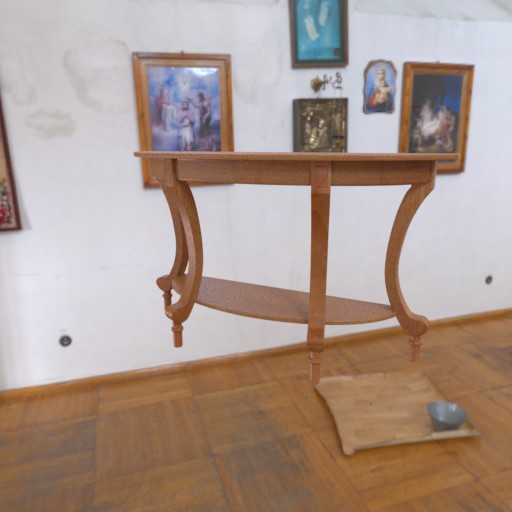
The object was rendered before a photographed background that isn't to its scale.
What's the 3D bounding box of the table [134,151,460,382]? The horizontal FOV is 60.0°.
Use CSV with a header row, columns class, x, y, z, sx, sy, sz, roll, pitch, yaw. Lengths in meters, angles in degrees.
class,x,y,z,sx,sy,sz,roll,pitch,yaw
table,0.000,0.000,1.528,1.198,0.692,0.394,7,16,26
